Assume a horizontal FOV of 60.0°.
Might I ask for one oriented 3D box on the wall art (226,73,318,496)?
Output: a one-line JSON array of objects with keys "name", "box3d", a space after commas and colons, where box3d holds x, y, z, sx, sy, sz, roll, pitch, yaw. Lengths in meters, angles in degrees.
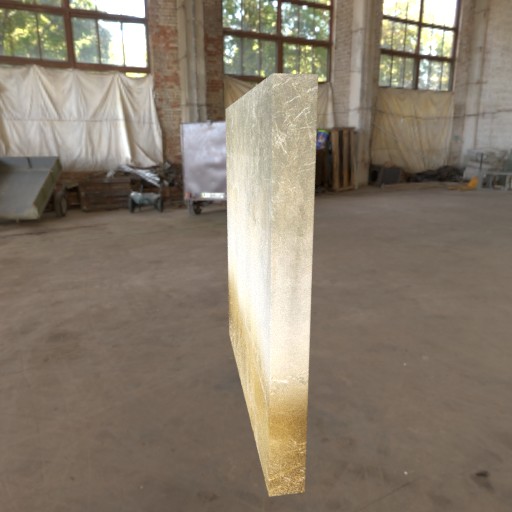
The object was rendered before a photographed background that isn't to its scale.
[{"name": "wall art", "box3d": [0.000, 0.000, 0.602, 0.038, 0.407, 0.405, -2, 15, -9]}]
